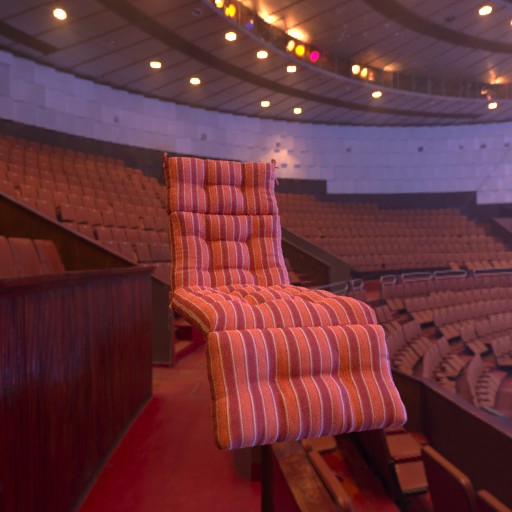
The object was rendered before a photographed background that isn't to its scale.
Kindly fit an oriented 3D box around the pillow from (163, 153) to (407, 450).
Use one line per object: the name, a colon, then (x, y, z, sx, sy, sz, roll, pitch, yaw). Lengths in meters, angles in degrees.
pillow: (0.000, 0.000, 1.488, 0.526, 0.863, 1.016, 0, 0, -18)
